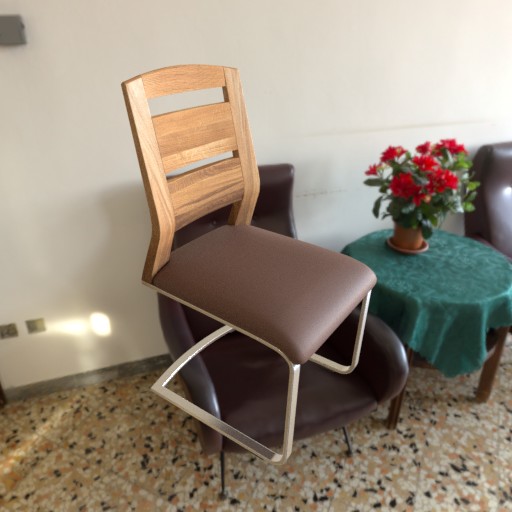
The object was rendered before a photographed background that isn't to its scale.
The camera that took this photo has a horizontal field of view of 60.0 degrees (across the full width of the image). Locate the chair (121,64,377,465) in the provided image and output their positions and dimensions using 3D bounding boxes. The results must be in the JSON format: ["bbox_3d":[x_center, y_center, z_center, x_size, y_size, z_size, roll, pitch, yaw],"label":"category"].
[{"bbox_3d":[0.000,0.000,1.249,0.570,0.970,0.460,18,33,31],"label":"chair"}]
